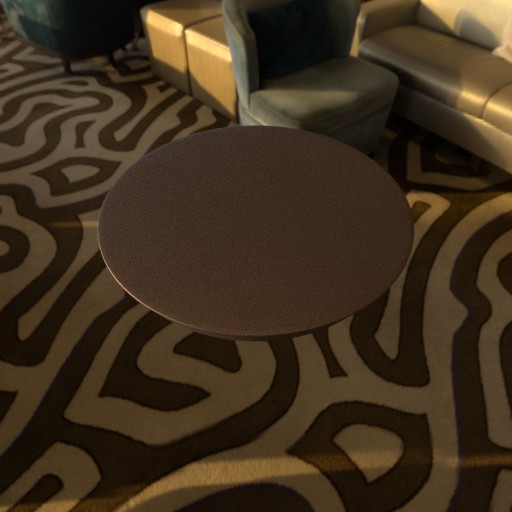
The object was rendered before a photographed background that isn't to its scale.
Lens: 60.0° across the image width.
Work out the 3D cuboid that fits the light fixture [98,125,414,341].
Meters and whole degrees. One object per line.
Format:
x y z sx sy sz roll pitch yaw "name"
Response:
0.000 0.000 0.451 0.280 0.135 0.280 0 46 0 "light fixture"
